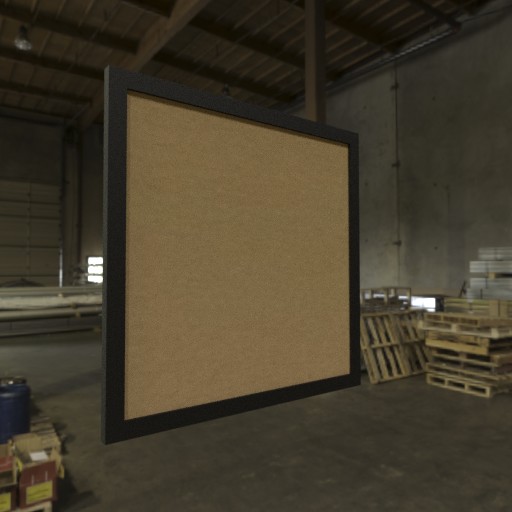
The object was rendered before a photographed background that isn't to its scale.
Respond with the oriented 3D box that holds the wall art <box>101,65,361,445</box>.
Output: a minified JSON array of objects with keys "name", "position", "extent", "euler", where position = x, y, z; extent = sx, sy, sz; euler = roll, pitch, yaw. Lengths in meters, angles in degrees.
[{"name":"wall art","position":[0.000,0.000,0.525],"extent":[0.356,0.356,0.013],"euler":[1,-2,-37]}]
